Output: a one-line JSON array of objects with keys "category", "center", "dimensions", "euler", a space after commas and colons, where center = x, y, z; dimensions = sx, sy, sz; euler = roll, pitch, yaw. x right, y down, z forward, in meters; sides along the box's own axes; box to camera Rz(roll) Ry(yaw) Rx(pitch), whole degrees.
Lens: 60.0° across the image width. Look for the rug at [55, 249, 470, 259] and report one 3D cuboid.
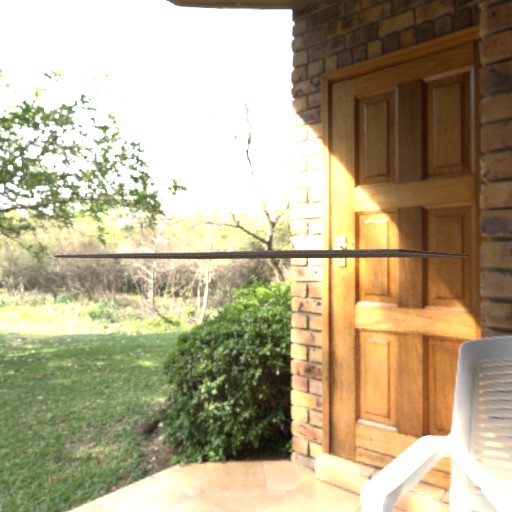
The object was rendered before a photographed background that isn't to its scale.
[{"category": "rug", "center": [0.000, 0.000, 3.078], "dimensions": [2.464, 0.023, 1.521], "euler": [-1, -1, 35]}]
